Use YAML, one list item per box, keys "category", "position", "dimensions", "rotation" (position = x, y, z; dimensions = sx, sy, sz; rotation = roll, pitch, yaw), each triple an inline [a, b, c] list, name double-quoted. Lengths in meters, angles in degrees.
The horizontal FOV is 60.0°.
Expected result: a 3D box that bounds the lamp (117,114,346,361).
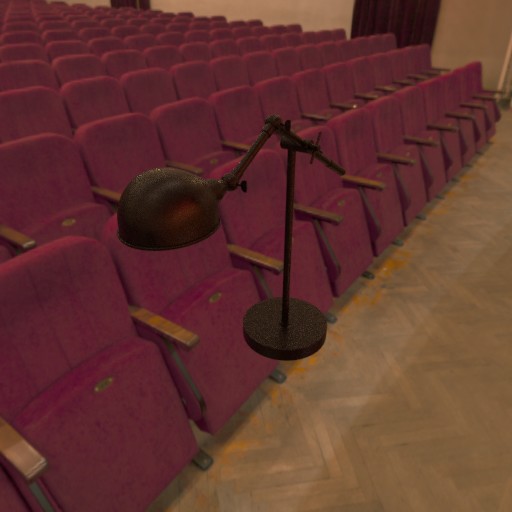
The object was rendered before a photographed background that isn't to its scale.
- category: "lamp"
  position: [0.000, 0.000, 0.793]
  dimensions: [0.185, 0.495, 0.567]
  rotation: [20, 35, 30]
